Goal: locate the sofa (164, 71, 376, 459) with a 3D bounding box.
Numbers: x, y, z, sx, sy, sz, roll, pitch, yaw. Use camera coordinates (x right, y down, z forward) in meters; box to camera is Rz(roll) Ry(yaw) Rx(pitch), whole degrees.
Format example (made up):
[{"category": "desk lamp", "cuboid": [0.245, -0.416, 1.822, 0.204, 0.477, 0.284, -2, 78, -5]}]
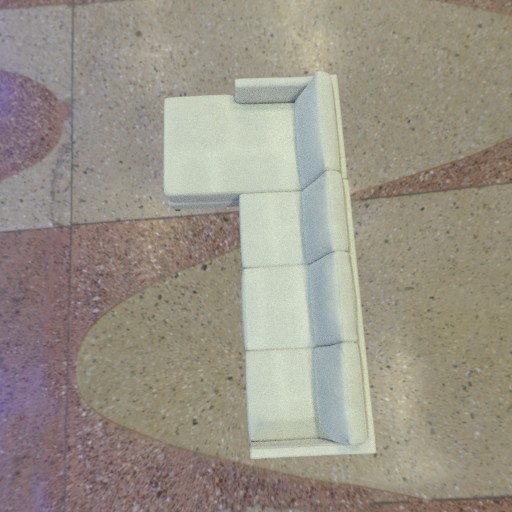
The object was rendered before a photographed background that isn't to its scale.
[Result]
[{"category": "sofa", "cuboid": [0.000, 0.000, 3.830, 1.625, 0.861, 3.186, -3, 76, -1]}]
